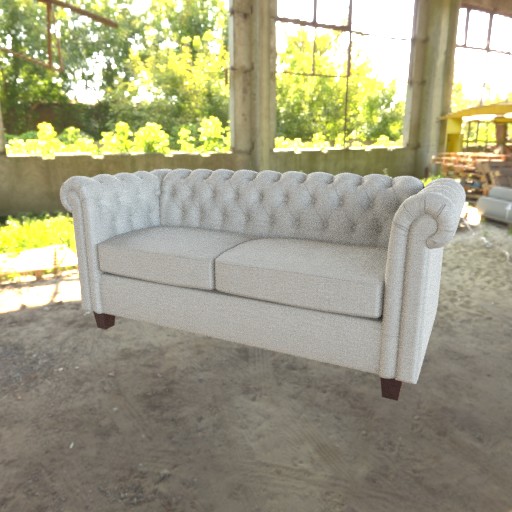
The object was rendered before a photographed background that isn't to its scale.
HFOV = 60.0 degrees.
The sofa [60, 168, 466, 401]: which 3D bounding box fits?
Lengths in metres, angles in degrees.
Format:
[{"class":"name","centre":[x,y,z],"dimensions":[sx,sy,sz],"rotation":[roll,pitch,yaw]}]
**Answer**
[{"class":"sofa","centre":[0.000,0.000,2.191],"dimensions":[1.798,0.797,0.783],"rotation":[7,16,26]}]
